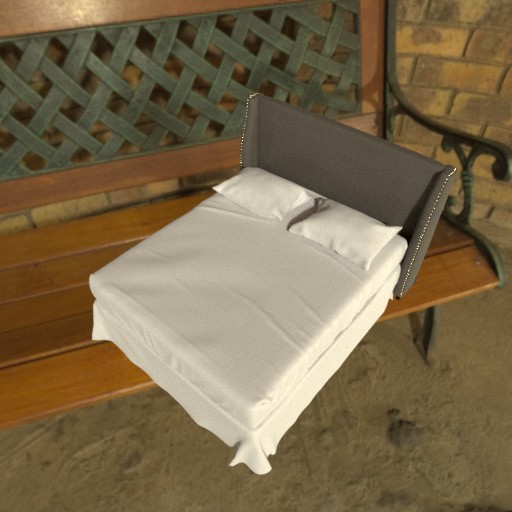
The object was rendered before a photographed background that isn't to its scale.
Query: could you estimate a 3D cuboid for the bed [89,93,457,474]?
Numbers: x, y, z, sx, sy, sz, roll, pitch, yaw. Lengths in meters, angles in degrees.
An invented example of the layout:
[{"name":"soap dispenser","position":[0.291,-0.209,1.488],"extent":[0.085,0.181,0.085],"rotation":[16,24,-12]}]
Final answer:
[{"name":"bed","position":[0.000,0.000,3.456],"extent":[1.925,1.332,2.276],"rotation":[31,53,27]}]
